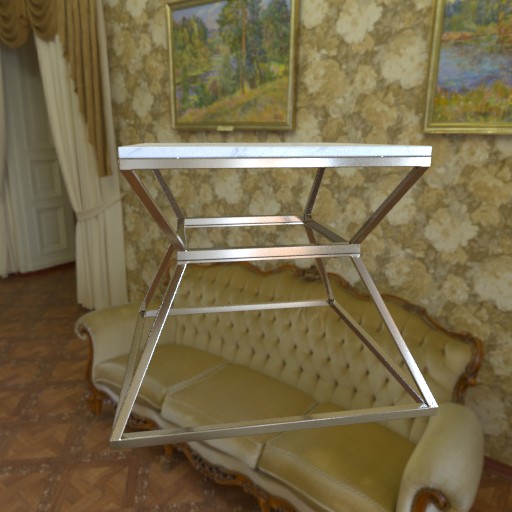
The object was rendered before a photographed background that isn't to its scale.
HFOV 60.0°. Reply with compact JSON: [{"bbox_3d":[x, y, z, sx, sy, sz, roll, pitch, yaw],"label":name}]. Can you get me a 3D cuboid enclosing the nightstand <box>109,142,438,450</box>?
[{"bbox_3d":[0.000,0.000,0.872,0.514,0.426,0.513,-2,15,-9],"label":"nightstand"}]
